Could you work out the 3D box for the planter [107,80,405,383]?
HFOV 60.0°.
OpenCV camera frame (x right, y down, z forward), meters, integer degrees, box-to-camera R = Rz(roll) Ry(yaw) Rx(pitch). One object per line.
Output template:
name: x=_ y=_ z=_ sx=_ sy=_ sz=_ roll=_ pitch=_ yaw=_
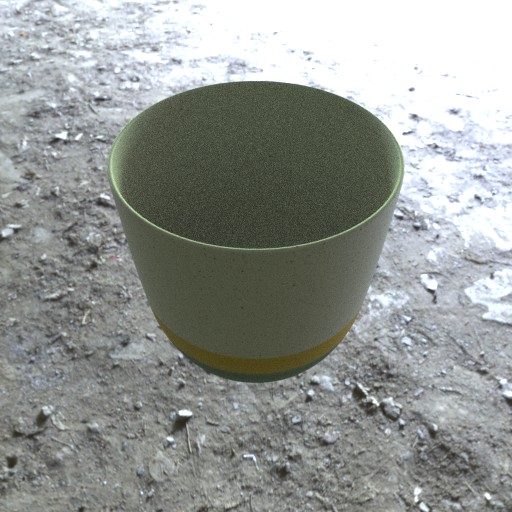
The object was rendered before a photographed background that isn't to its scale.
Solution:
planter: x=0.000 y=0.000 z=0.374 sx=0.195 sy=0.214 sz=0.195 roll=0 pitch=47 yaw=0
